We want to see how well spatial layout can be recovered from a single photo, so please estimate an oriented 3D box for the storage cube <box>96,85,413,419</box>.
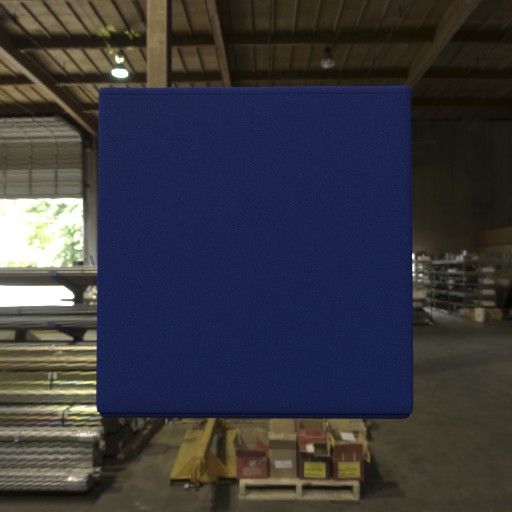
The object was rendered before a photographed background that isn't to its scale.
[{"bbox_3d":[0.000,0.000,0.503,0.270,0.280,0.270,0,-1,1],"label":"storage cube"}]
